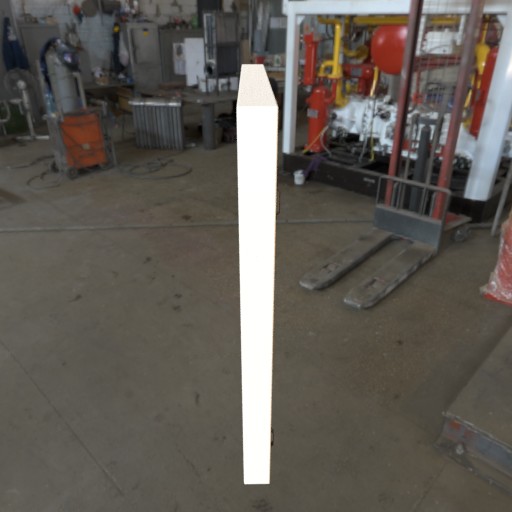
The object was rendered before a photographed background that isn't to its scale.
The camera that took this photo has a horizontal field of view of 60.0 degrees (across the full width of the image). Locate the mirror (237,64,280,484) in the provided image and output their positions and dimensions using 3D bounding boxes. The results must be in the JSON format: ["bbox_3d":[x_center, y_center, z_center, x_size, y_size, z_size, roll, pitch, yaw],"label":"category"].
[{"bbox_3d":[0.000,0.000,0.680,0.041,0.508,0.405,0,28,-1],"label":"mirror"}]
